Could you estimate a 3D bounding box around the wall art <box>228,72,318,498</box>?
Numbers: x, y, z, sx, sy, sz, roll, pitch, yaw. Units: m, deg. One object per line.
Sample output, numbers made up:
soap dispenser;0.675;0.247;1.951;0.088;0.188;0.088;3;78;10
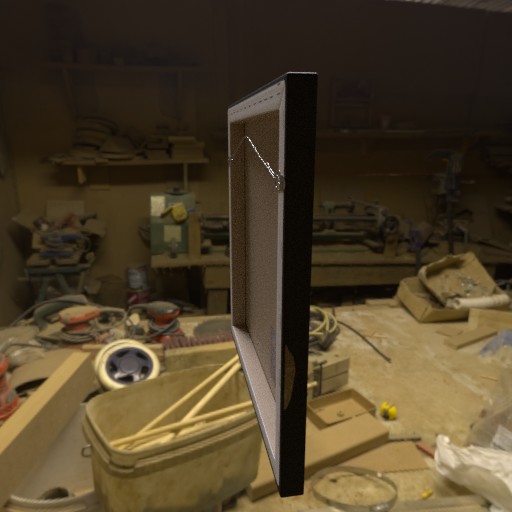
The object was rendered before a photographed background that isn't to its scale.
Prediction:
wall art;0.000;0.000;0.892;0.043;0.611;0.610;-3;15;-10
